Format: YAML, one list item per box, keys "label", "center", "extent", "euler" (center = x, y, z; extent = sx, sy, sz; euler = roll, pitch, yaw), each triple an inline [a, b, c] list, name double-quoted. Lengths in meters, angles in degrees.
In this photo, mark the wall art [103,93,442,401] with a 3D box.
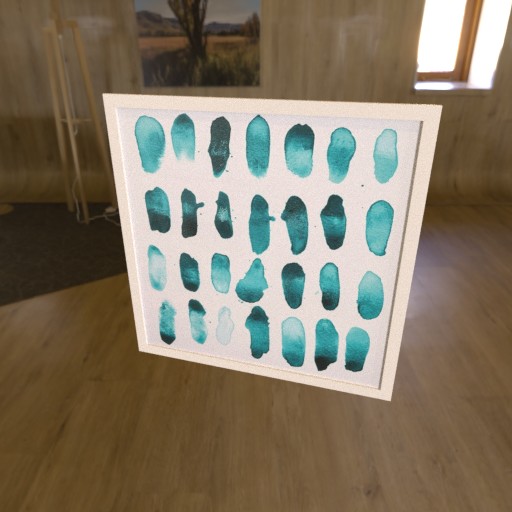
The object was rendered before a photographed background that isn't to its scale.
- label: "wall art"
  center: [0.000, 0.000, 0.831]
  extent: [0.558, 0.559, 0.009]
  euler: [7, 27, 15]
